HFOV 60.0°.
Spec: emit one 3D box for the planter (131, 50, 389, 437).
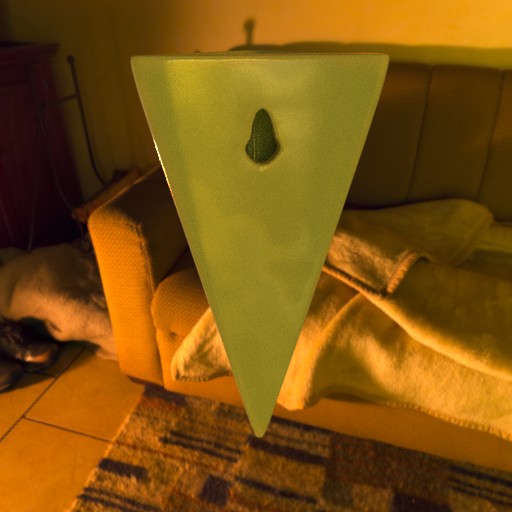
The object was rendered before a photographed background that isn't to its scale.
[{"bbox_3d":[0.000,0.000,0.206,0.080,0.178,0.064,-2,31,-3],"label":"planter"}]
